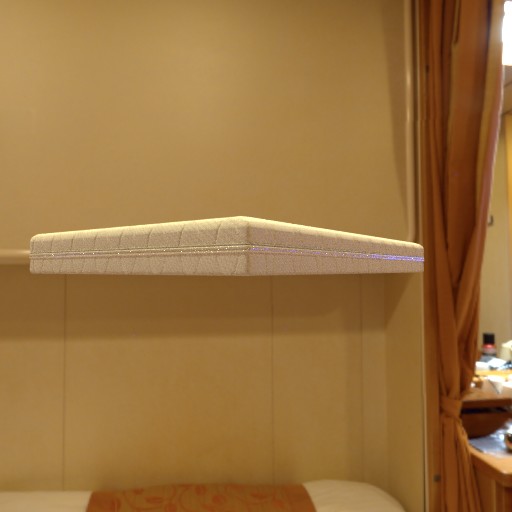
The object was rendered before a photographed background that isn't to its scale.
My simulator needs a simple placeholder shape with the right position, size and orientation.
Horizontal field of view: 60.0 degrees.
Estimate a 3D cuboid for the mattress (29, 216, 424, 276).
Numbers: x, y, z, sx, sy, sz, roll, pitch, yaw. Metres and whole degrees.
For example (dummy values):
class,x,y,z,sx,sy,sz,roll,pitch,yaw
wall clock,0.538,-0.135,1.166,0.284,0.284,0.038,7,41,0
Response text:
class,x,y,z,sx,sy,sz,roll,pitch,yaw
mattress,0.000,0.000,2.638,1.400,0.200,2.000,-1,-2,36
